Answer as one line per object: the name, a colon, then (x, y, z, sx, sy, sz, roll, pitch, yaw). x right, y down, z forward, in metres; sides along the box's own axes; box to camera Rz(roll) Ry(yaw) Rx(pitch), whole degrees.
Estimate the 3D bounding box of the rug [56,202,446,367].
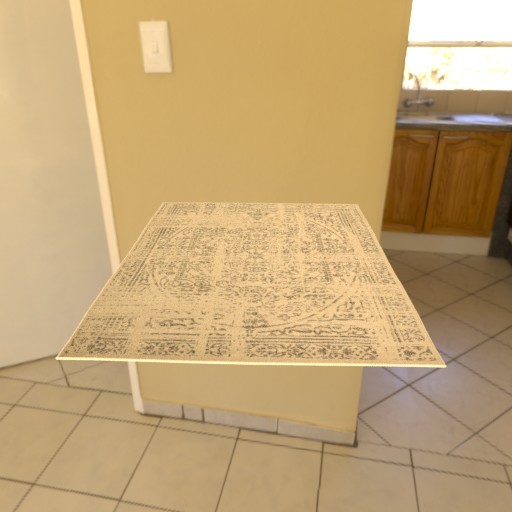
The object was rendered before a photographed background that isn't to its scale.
rug: (0.000, 0.000, 3.910, 2.311, 0.032, 2.921, 1, 25, 2)
